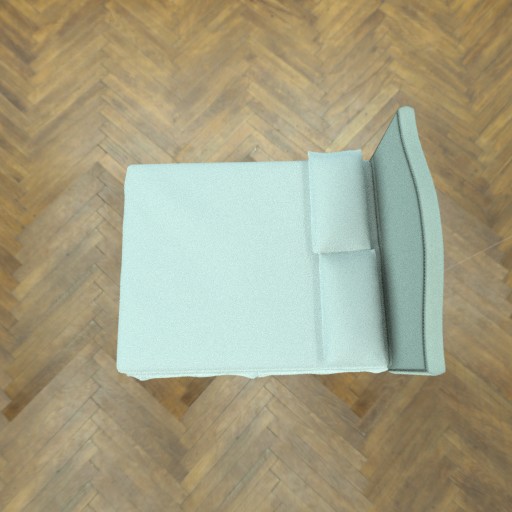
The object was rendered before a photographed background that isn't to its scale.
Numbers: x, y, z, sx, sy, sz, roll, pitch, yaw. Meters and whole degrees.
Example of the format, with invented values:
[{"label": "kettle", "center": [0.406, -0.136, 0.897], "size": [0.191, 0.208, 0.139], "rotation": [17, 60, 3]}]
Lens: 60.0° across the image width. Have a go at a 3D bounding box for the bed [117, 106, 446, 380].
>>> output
[{"label": "bed", "center": [0.000, 0.000, 3.333], "size": [2.180, 1.607, 1.813], "rotation": [-1, 76, 0]}]
